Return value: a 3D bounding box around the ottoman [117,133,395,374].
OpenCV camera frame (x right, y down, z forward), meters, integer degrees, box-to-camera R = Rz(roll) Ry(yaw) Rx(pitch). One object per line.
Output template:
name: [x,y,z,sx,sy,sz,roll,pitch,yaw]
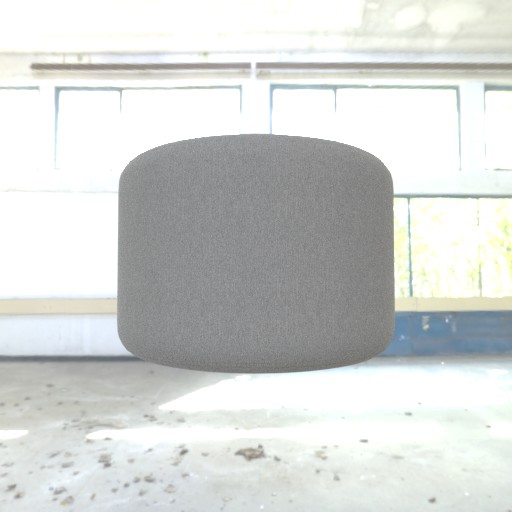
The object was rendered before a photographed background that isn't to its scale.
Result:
ottoman: [0.000,0.000,1.020,0.608,0.433,0.608,0,-2,0]
